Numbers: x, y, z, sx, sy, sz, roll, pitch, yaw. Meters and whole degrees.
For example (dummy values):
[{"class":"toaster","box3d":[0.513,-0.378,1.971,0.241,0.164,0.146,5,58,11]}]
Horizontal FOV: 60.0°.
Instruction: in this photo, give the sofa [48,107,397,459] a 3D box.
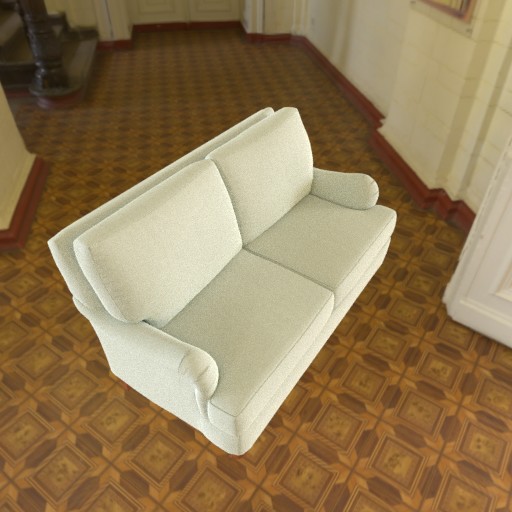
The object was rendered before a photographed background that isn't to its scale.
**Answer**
[{"class":"sofa","box3d":[0.000,0.000,2.586,1.084,1.101,1.853,24,47,25]}]
